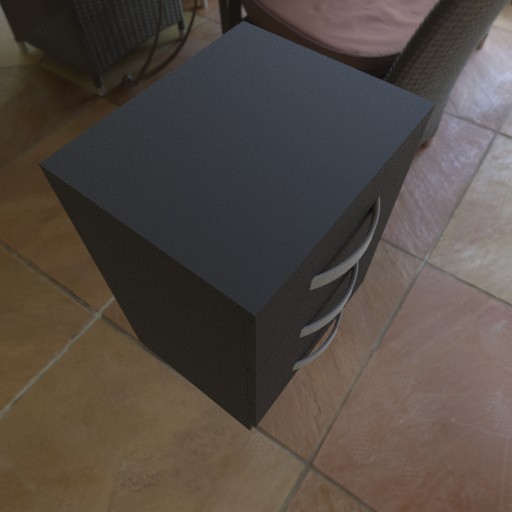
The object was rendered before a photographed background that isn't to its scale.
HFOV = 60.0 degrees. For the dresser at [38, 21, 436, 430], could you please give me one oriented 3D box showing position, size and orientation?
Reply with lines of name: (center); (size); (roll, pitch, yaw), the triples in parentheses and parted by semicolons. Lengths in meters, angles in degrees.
dresser: (0.000, 0.000, 0.800); (0.360, 0.560, 0.400); (33, 63, 19)
